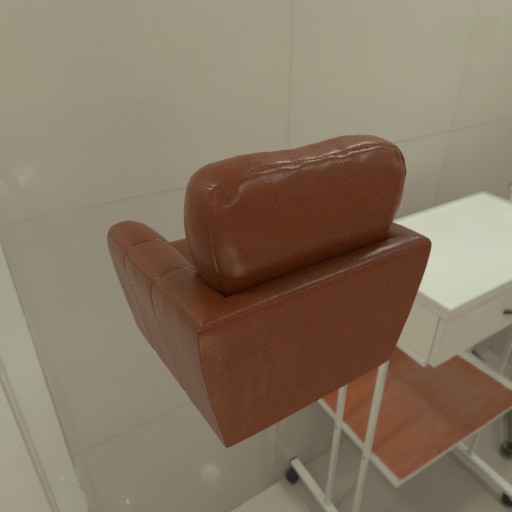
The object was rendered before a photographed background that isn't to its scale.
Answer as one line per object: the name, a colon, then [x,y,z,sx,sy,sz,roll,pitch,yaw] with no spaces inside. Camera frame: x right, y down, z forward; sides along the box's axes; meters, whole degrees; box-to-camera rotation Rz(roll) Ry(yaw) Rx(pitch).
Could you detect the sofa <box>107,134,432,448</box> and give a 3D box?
sofa: [0.000,0.000,1.529,0.836,0.876,0.789,-18,34,-28]
